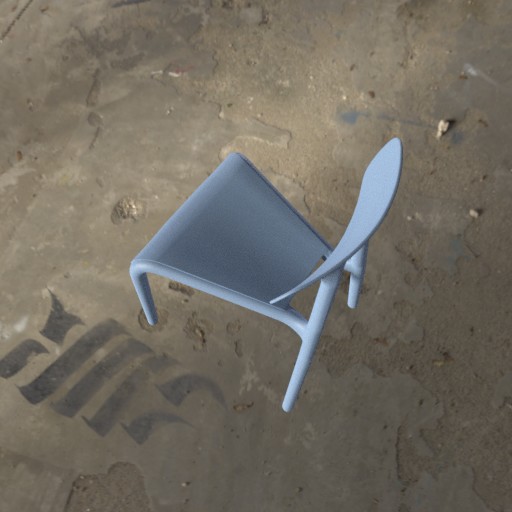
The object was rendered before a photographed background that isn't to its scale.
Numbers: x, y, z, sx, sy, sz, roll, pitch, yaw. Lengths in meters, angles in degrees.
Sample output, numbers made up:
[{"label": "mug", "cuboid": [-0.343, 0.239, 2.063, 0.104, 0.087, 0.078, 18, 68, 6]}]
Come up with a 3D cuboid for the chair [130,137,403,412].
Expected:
[{"label": "chair", "cuboid": [0.000, 0.000, 0.835, 0.401, 0.580, 0.356, 32, 67, 15]}]
